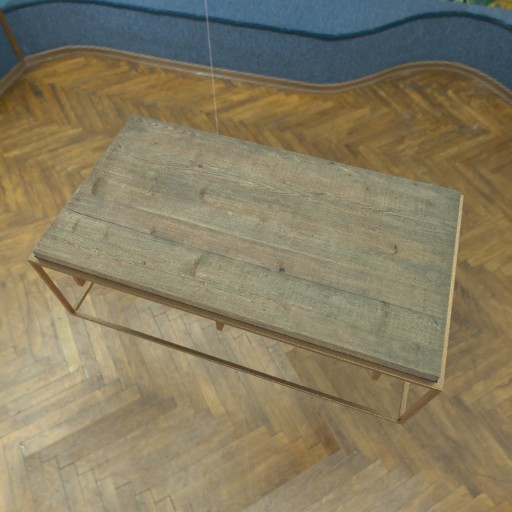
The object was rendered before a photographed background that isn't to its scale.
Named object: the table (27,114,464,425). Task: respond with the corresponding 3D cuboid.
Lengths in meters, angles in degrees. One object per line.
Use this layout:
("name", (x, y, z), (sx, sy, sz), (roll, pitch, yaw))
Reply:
("table", (0.000, 0.000, 1.751), (1.387, 0.468, 0.775), (16, 58, 10))
